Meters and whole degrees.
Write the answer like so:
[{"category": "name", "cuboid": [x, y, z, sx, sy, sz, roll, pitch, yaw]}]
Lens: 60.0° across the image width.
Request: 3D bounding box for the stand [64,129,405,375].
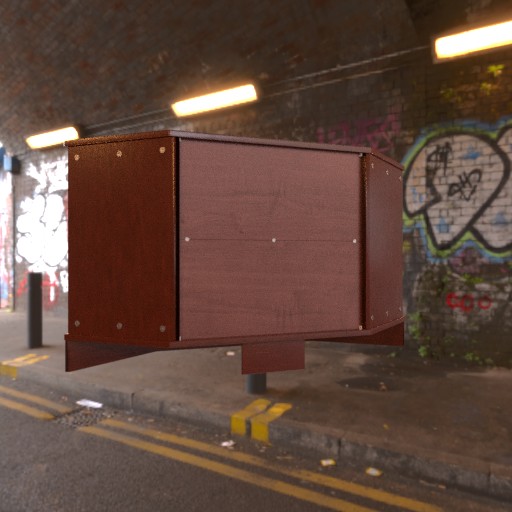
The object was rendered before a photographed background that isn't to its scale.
[{"category": "stand", "cuboid": [0.000, 0.000, 1.343, 1.072, 0.614, 0.381, 0, 0, -19]}]
